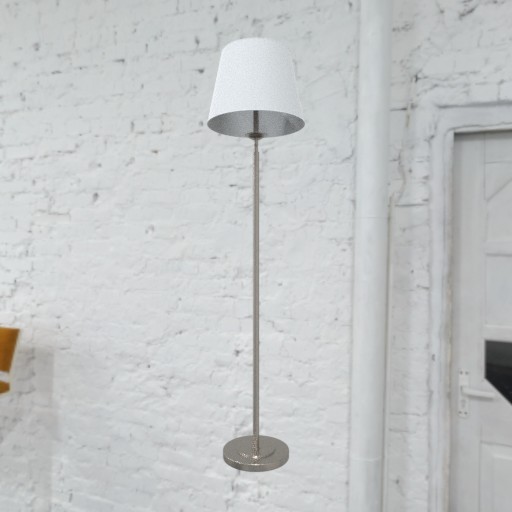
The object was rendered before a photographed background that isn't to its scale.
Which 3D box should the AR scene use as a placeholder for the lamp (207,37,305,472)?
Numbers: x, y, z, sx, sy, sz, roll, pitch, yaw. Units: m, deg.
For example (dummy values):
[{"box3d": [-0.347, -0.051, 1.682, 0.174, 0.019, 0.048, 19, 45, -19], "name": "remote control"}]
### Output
[{"box3d": [0.000, 0.000, 1.626, 0.355, 1.473, 0.355, 0, 1, 0], "name": "lamp"}]
